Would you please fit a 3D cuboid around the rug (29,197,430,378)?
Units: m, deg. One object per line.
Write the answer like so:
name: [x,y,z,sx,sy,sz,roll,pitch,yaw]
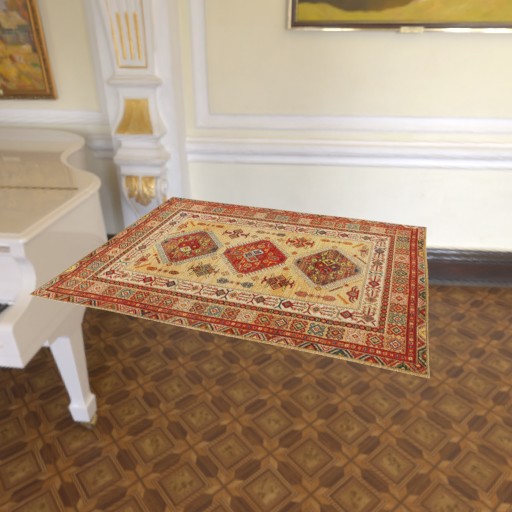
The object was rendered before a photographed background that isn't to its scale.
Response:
rug: [0.000,0.000,4.180,3.067,0.005,2.460,9,28,16]
